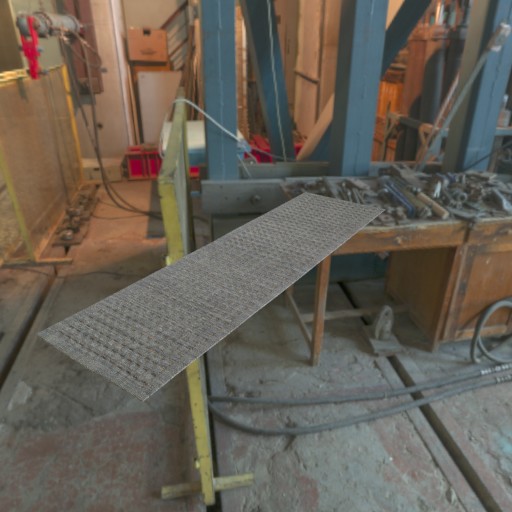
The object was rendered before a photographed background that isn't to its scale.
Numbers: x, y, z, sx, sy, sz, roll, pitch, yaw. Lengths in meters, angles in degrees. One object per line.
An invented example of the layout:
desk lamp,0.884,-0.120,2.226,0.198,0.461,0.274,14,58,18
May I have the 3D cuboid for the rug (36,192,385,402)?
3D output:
rug,0.000,0.000,2.706,0.706,0.009,2.443,18,32,31
